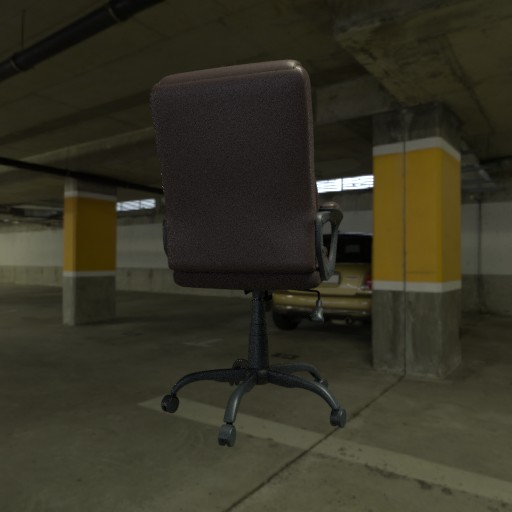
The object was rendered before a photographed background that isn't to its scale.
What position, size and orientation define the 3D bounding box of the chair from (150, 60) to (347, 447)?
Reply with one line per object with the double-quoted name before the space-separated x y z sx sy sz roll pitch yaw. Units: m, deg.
"chair" 0.000 0.000 1.520 0.615 1.072 0.655 0 0 17
